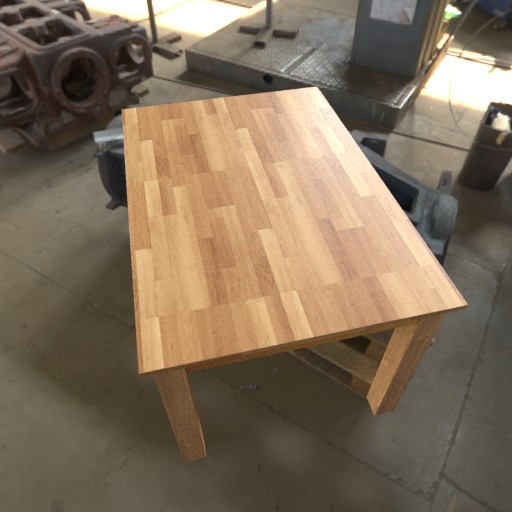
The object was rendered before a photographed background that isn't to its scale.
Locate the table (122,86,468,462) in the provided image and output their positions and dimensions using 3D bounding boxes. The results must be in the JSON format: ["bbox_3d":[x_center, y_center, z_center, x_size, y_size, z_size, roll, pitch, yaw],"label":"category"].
[{"bbox_3d":[0.000,0.000,1.861,0.900,0.750,1.300,-10,48,-9],"label":"table"}]
